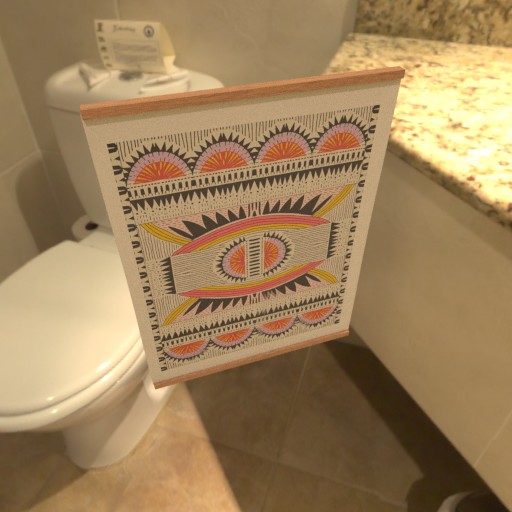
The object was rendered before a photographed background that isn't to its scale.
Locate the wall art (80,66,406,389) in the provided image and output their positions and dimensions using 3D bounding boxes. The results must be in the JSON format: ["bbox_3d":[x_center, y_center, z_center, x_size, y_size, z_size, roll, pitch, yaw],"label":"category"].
[{"bbox_3d":[0.000,0.000,1.331,0.765,1.016,0.028,-12,43,-14],"label":"wall art"}]
